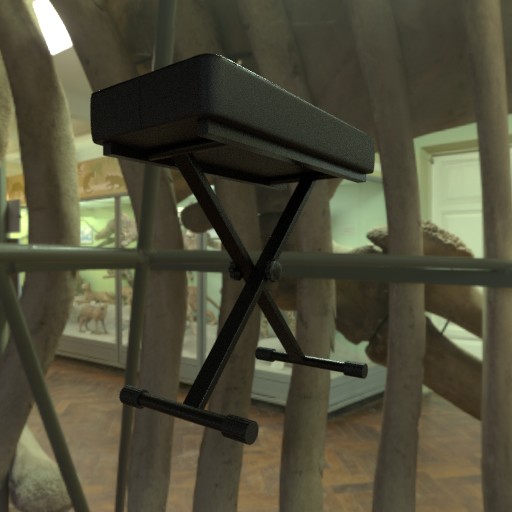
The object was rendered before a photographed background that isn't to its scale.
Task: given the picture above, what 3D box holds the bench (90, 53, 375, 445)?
[{"bbox_3d":[0.000,0.000,0.924,0.300,0.561,0.600,1,1,37],"label":"bench"}]
